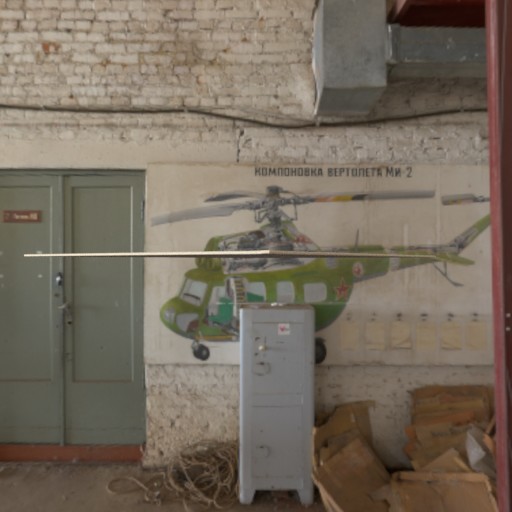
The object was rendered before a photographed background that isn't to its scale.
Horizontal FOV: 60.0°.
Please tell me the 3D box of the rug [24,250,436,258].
[{"bbox_3d":[0.000,0.000,4.073,2.407,0.020,3.051,0,-1,36],"label":"rug"}]
